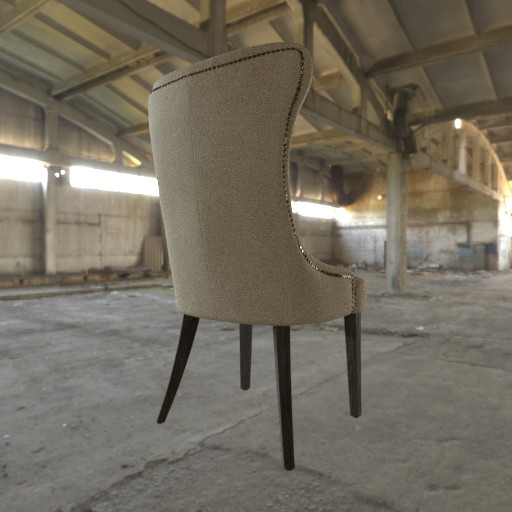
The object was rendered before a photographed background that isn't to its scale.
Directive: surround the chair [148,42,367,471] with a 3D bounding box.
[{"bbox_3d":[0.000,0.000,1.404,0.584,1.065,0.590,1,1,38],"label":"chair"}]
